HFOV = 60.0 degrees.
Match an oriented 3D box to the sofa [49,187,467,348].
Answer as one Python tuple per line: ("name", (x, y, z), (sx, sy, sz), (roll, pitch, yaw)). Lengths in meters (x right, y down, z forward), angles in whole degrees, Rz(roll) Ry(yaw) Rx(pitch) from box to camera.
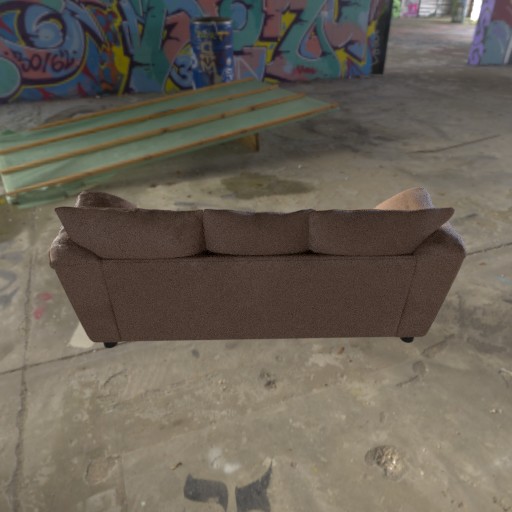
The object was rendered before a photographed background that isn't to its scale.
("sofa", (0.000, 0.000, 2.860), (2.377, 0.981, 0.893), (-1, 32, -1))
